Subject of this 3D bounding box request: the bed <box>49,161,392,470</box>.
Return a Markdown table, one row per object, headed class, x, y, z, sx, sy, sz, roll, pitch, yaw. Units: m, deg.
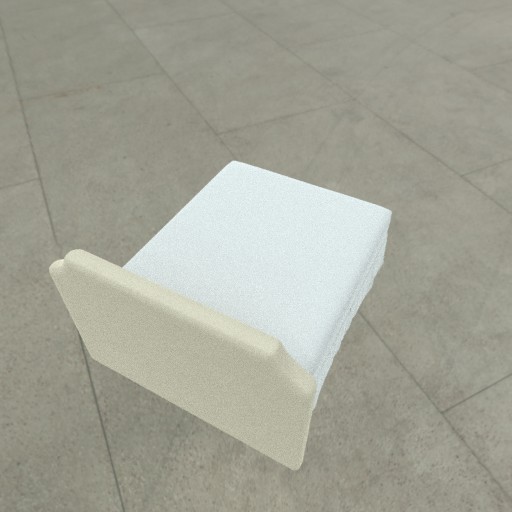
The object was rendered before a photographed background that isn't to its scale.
| class | x | y | z | sx | sy | sz | roll | pitch | yaw |
| --- | --- | --- | --- | --- | --- | --- | --- | --- | --- |
| bed | 0.000 | 0.000 | 3.462 | 1.827 | 1.296 | 2.209 | 21 | 50 | 19 |
